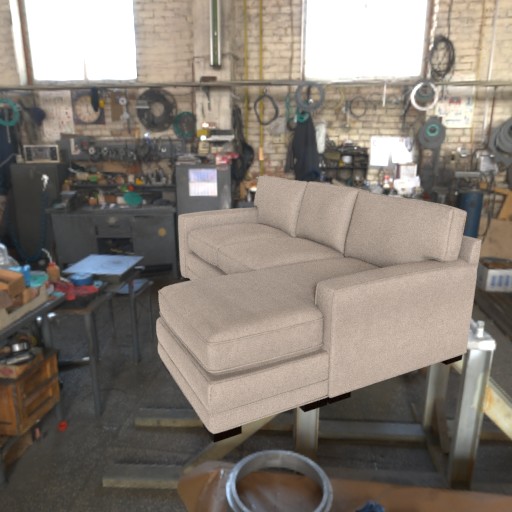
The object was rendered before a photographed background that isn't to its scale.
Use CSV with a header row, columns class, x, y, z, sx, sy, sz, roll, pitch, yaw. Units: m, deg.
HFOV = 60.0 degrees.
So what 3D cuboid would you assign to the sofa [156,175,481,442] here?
class,x,y,z,sx,sy,sz,roll,pitch,yaw
sofa,0.000,0.000,2.849,1.496,0.861,2.087,-8,17,-27
